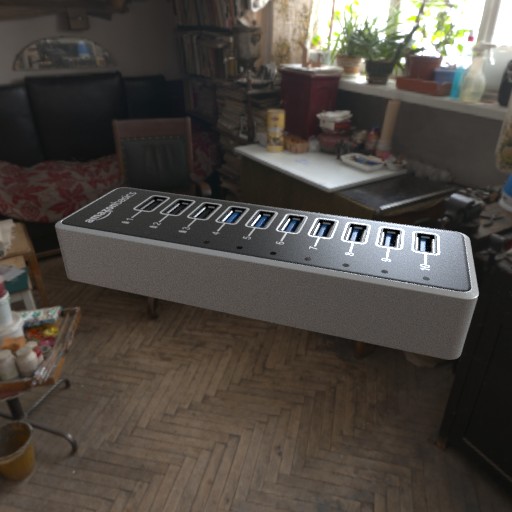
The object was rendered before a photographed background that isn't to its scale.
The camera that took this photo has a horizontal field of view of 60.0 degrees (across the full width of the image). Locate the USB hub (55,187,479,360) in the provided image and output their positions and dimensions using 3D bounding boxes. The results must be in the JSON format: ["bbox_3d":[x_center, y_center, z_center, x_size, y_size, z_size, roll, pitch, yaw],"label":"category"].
[{"bbox_3d":[0.000,0.000,0.165,0.145,0.023,0.044,10,31,16],"label":"USB hub"}]
